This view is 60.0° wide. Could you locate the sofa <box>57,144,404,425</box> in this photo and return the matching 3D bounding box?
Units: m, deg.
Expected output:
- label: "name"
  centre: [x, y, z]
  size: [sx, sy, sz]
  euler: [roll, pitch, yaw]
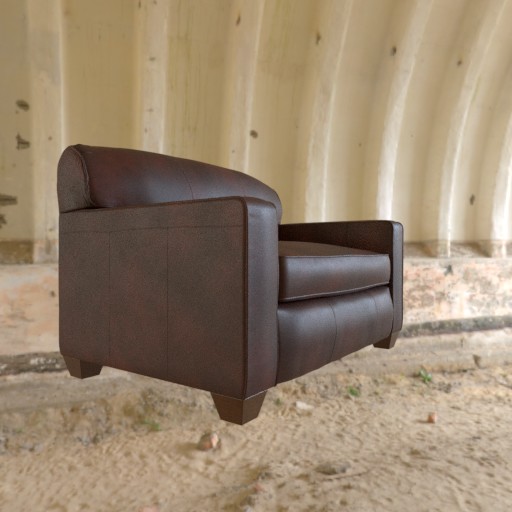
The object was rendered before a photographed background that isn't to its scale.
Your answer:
- label: "sofa"
  centre: [0.000, 0.000, 2.043]
  size: [1.000, 0.956, 1.413]
  euler: [0, 1, 36]
